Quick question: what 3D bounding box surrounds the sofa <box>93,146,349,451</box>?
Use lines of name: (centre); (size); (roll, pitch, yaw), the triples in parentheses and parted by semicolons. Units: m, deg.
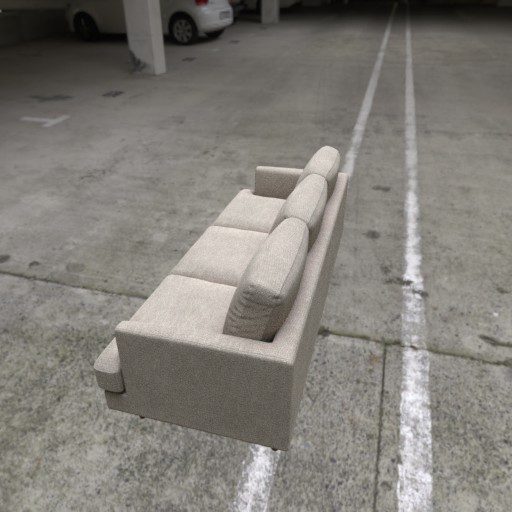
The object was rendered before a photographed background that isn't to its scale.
sofa: (0.000, 0.000, 2.766); (0.903, 0.930, 2.246); (8, 30, 14)
